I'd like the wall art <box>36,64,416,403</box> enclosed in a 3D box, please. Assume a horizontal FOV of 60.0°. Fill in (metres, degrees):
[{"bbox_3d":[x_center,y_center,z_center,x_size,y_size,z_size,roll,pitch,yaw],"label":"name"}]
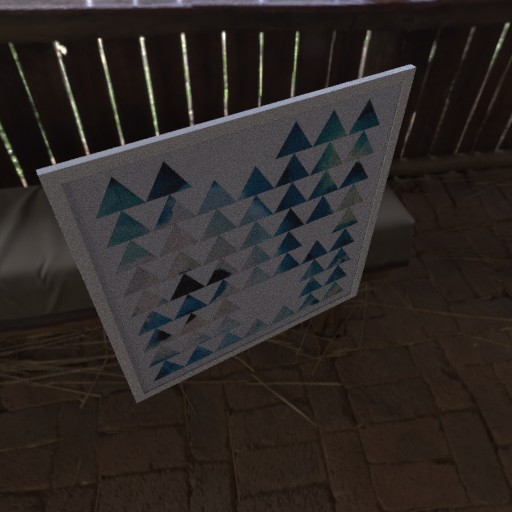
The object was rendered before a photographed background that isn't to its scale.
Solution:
[{"bbox_3d":[0.000,0.000,0.787,0.557,0.557,0.012,-22,50,-20],"label":"wall art"}]
